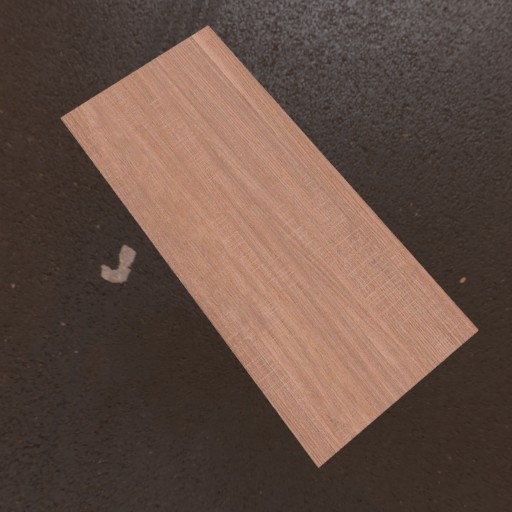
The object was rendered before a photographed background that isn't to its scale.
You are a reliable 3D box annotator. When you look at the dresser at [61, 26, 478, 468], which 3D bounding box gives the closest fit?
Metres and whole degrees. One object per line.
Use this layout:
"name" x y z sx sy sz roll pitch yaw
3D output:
"dresser" 0.000 0.000 1.517 0.500 0.780 1.110 -37 78 -9
